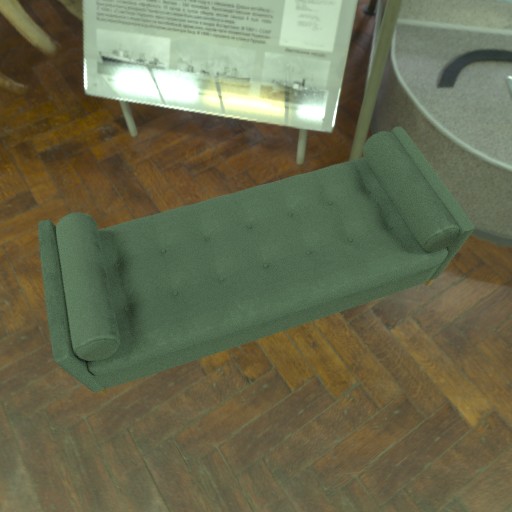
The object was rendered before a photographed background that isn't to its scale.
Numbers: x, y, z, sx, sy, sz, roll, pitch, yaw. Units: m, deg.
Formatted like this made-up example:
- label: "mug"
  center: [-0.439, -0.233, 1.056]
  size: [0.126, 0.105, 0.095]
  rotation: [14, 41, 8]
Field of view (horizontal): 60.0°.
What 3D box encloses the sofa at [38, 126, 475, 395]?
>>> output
- label: "sofa"
  center: [0.000, 0.000, 2.481]
  size: [2.102, 0.705, 0.796]
  rotation: [-17, 61, -10]
